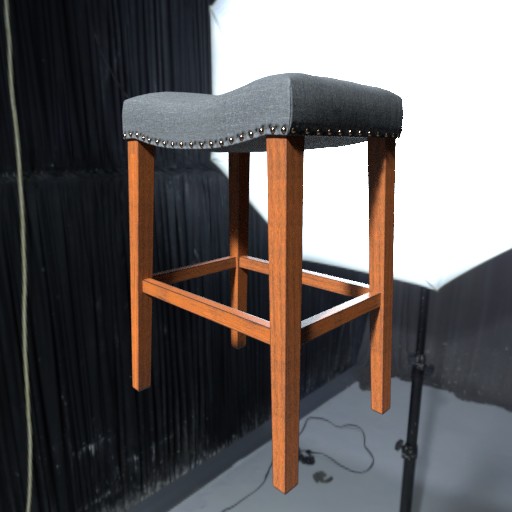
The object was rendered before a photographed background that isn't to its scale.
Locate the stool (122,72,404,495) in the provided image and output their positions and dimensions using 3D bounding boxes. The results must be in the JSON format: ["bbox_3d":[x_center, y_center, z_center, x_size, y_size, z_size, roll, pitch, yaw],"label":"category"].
[{"bbox_3d":[0.000,0.000,0.853,0.439,0.612,0.320,13,19,43],"label":"stool"}]
